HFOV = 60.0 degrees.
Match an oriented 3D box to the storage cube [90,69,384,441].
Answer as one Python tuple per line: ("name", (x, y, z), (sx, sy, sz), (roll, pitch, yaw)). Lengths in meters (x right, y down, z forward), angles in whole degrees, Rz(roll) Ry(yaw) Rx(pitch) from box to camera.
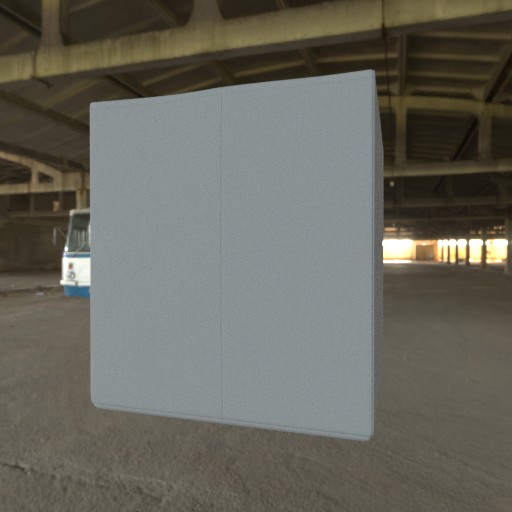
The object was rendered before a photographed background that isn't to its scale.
("storage cube", (0.000, 0.000, 0.495), (0.270, 0.280, 0.270), (0, 1, 17))
